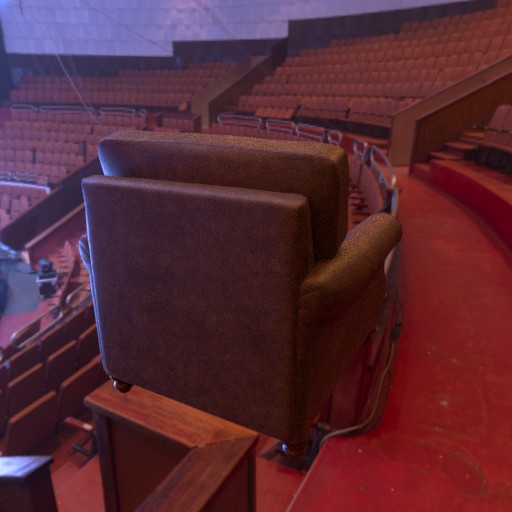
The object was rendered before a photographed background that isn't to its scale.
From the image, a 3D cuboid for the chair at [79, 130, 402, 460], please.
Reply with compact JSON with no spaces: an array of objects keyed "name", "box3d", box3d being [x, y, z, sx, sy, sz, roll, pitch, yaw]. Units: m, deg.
[{"name":"chair","box3d":[0.000,0.000,1.755,0.996,0.976,1.002,10,21,27]}]
